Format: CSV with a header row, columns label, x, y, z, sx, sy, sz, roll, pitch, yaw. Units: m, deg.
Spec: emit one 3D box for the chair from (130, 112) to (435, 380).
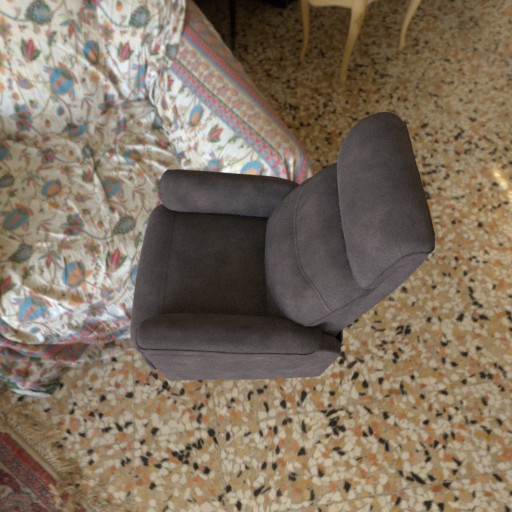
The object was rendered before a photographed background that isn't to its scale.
label,x,y,z,sx,sy,sz,roll,pitch,yaw
chair,0.000,0.000,1.765,1.009,1.035,0.830,0,58,0
